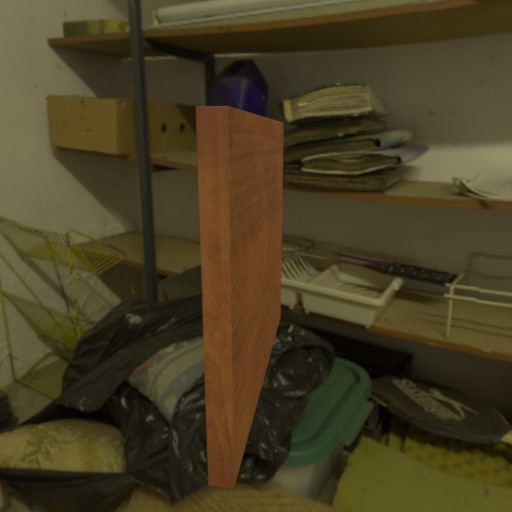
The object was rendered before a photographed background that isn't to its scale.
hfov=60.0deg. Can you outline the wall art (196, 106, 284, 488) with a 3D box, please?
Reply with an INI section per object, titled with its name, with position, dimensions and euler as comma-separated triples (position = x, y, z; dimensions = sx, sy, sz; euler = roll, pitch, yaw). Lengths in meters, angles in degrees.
[wall art]
position = 0.000, 0.000, 0.767
dimensions = 0.033, 0.457, 0.558
euler = 2, 15, 9
